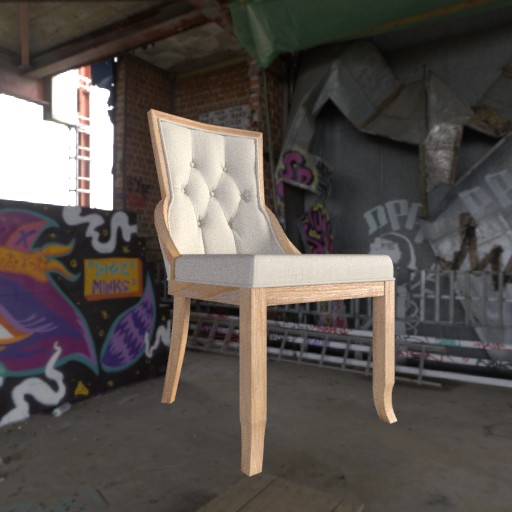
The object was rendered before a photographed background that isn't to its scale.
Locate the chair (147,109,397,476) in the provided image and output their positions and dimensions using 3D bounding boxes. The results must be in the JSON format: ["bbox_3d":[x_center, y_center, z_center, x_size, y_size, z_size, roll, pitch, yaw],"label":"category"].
[{"bbox_3d":[0.000,0.000,1.358,0.524,0.947,0.641,0,0,-37],"label":"chair"}]
